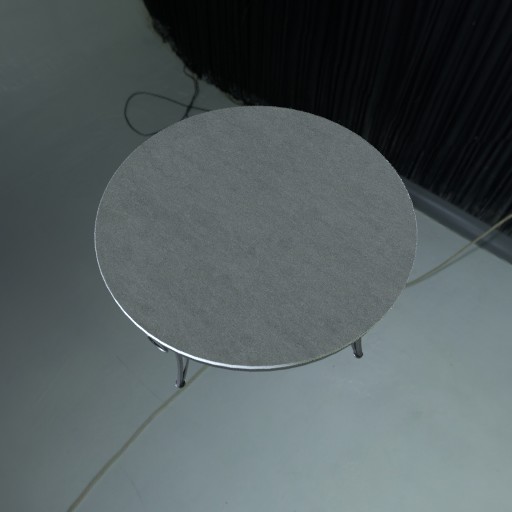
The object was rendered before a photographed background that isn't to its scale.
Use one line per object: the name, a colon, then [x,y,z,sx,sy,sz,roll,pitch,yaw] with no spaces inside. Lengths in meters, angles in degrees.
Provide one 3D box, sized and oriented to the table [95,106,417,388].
table: [0.000,0.000,1.443,0.889,0.470,0.889,0,58,0]
